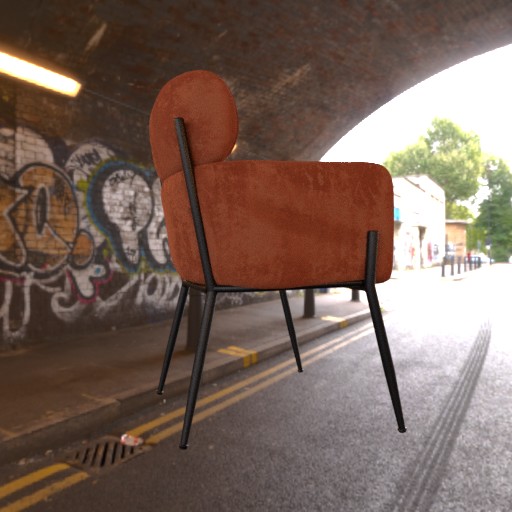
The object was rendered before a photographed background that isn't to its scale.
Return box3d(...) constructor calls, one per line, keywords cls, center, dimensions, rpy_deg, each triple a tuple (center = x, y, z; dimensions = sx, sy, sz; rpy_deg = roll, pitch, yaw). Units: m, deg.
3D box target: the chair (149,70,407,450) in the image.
box3d(cls="chair", center=(0.000, 0.000, 1.132), dimensions=(0.523, 0.772, 0.561), rpy_deg=(0, 0, -19))
